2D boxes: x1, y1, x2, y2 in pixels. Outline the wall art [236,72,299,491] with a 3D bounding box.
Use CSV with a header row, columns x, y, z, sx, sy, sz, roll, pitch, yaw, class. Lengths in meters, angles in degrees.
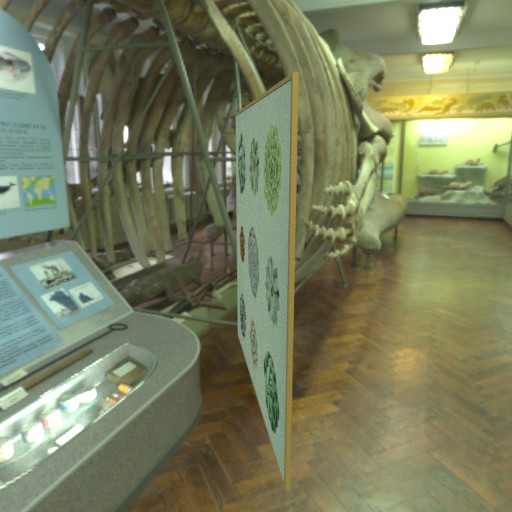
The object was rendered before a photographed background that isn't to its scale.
x,y,z,sx,sy,sz,roll,pitch,yaw,class
0.000,0.000,1.437,0.013,0.959,0.962,-2,13,-9,wall art
